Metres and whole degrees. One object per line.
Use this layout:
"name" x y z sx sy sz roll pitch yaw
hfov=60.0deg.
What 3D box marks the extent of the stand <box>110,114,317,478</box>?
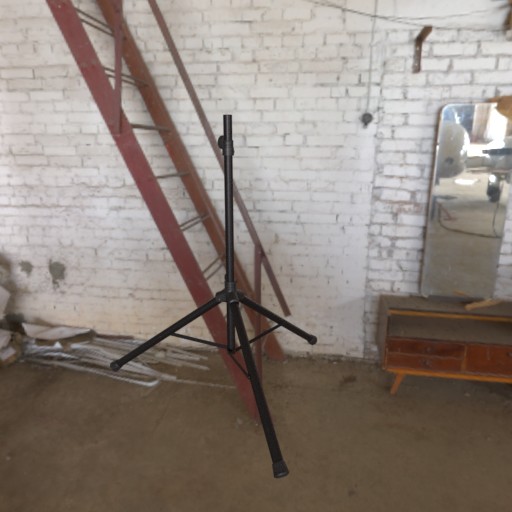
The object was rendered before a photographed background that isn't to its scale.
"stand" 0.000 0.000 1.884 1.045 1.136 0.907 14 21 42
